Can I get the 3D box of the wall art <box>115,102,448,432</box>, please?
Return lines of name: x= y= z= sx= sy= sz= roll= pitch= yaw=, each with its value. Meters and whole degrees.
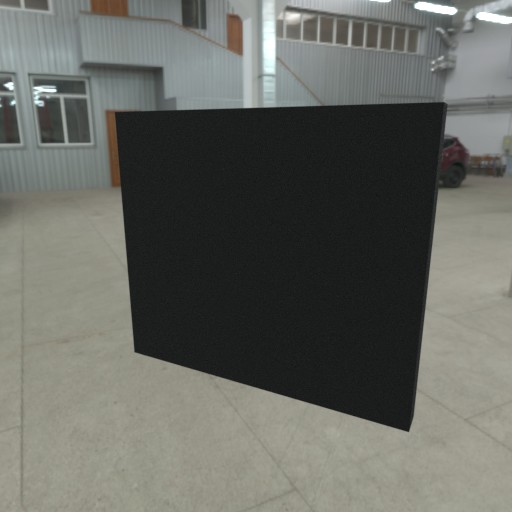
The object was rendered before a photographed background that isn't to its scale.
wall art: x=0.000 y=0.000 z=0.522 sx=0.381 sy=0.330 sz=0.031 roll=8 pitch=17 yaw=27
